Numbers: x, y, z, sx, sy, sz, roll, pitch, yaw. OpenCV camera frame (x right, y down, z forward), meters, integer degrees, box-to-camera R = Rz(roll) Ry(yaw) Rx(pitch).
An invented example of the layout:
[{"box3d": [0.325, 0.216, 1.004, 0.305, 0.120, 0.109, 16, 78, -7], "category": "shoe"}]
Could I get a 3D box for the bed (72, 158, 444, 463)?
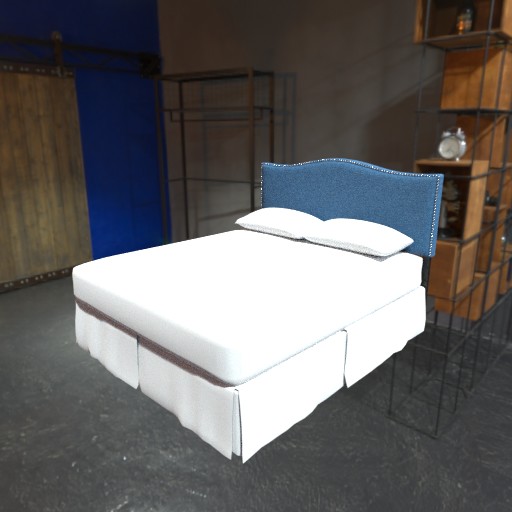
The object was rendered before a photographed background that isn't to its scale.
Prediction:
[{"box3d": [0.000, 0.000, 2.883, 1.610, 1.169, 1.872, 15, 21, 42], "category": "bed"}]
